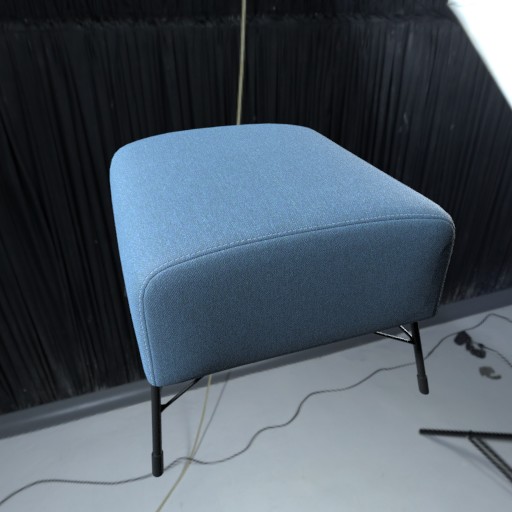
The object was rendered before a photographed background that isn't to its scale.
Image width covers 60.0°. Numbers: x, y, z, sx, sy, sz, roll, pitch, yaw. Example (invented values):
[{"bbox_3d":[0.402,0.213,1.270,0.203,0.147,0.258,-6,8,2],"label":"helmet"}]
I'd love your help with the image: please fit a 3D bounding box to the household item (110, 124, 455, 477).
[{"bbox_3d":[0.000,0.000,0.884,0.530,0.420,0.530,-10,33,-16],"label":"household item"}]
